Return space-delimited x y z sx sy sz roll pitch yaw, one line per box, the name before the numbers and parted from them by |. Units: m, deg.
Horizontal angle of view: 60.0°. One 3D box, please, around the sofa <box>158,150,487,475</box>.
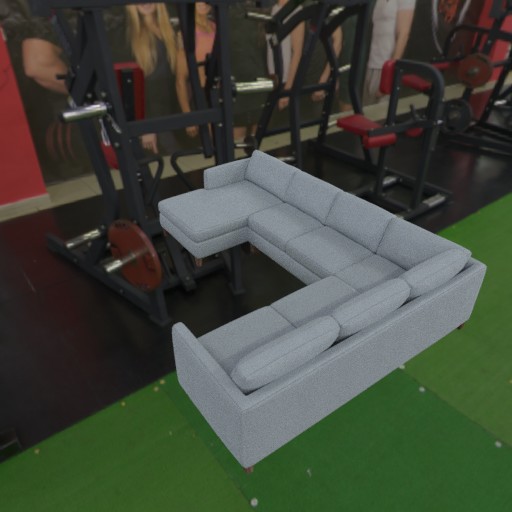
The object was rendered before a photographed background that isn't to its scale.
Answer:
sofa | 0.000 0.000 4.337 2.551 0.853 3.238 -22 39 -29
